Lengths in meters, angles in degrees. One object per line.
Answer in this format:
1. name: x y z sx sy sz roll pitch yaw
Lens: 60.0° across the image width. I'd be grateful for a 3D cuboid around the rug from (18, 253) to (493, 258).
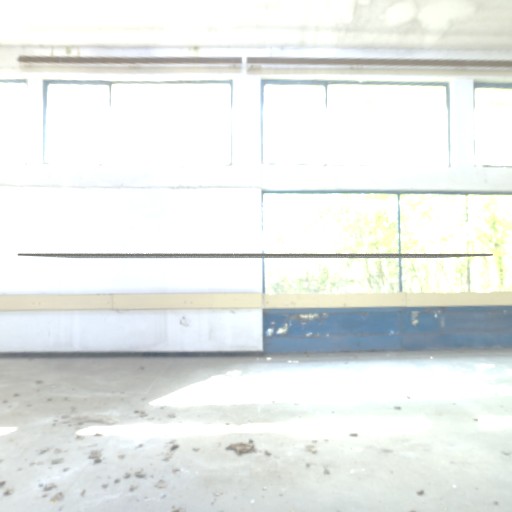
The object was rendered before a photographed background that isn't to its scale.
1. rug: 0.000 0.000 1.971 1.827 0.012 0.553 0 -1 -1
